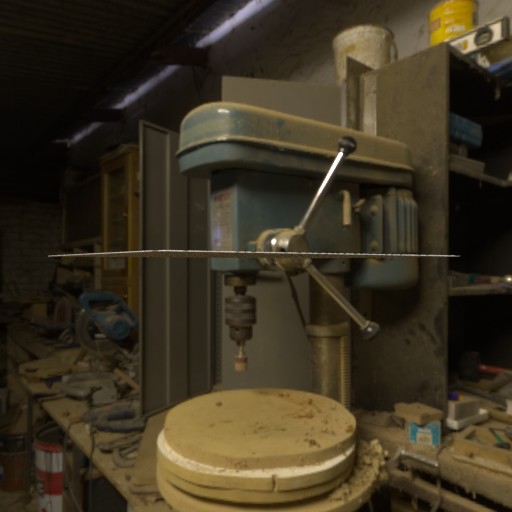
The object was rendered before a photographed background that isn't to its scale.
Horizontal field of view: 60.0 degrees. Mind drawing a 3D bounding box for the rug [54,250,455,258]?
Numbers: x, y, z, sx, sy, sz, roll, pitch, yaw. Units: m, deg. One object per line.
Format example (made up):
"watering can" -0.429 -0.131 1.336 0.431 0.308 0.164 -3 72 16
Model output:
"rug" 0.000 0.000 4.278 3.196 0.007 2.354 1 -1 -38
